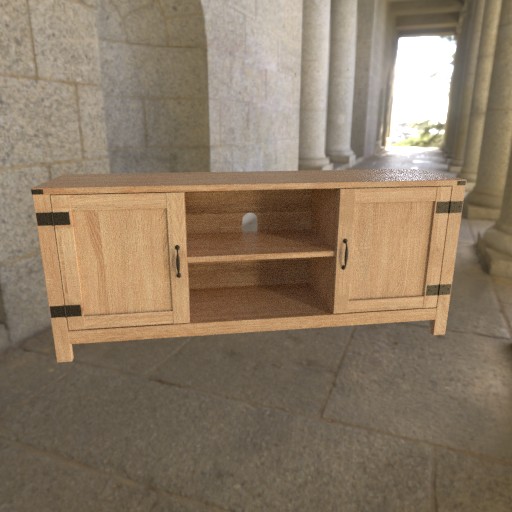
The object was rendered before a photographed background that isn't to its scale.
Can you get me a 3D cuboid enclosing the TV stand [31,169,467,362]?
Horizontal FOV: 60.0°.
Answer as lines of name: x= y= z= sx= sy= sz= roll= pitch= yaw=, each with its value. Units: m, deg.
TV stand: x=0.000 y=0.000 z=1.731 sx=1.466 sy=0.610 sz=0.398 roll=-2 pitch=17 yaw=-8
